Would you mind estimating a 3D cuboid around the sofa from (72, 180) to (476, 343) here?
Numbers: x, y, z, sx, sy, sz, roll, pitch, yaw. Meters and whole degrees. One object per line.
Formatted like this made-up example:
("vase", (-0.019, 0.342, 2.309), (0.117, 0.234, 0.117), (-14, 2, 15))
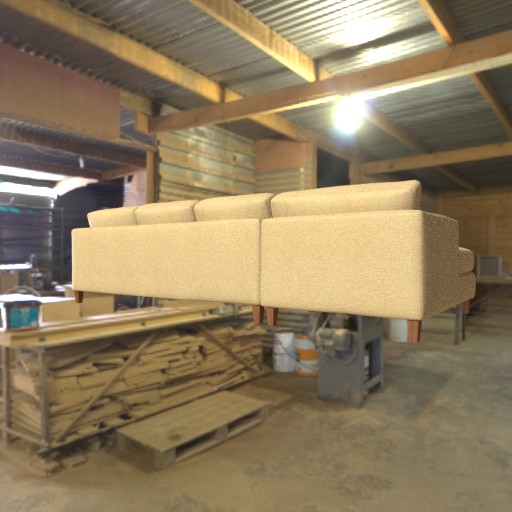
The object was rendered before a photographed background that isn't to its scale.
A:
("sofa", (0.000, 0.000, 3.766), (3.201, 0.876, 1.502), (0, 1, 36))
